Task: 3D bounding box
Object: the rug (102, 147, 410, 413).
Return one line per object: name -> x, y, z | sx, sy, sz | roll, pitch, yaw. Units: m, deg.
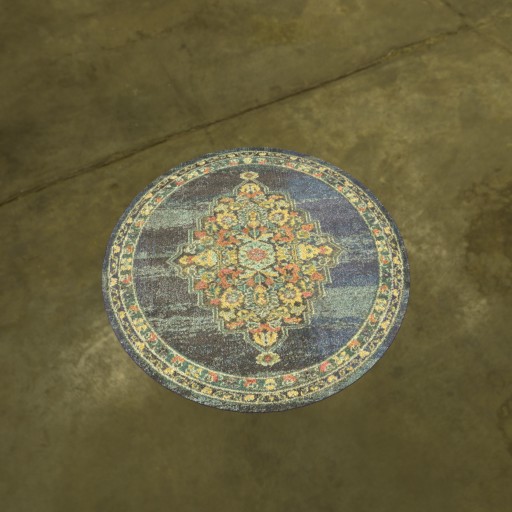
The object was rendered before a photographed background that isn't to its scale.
rug -> 0.000, 0.000, 2.324 | 1.591, 0.010, 1.591 | 0, 58, 0
